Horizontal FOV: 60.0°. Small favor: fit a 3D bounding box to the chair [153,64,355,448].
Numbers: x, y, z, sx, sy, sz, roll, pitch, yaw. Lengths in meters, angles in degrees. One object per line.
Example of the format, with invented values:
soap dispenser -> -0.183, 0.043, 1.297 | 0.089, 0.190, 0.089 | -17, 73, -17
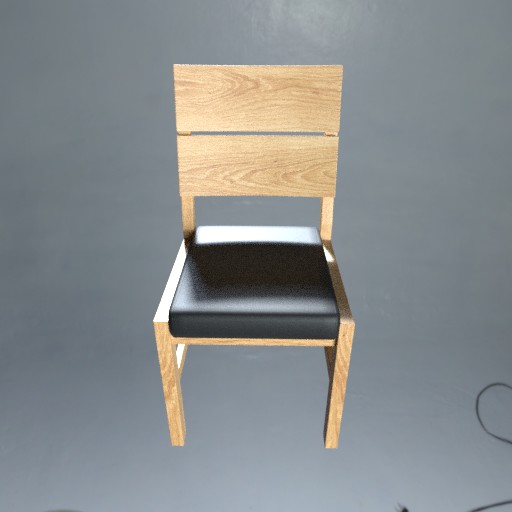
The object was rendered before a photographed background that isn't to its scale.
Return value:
chair -> 0.000, 0.000, 1.268 | 0.475, 0.950, 0.569 | 1, 30, 1
